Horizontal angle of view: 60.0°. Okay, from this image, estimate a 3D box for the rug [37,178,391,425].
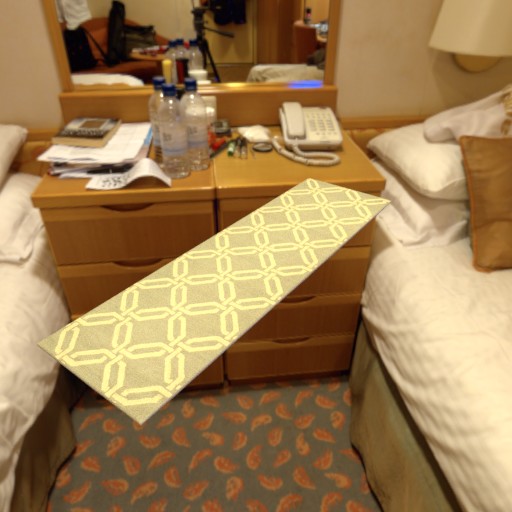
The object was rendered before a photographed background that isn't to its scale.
[{"bbox_3d":[0.000,0.000,2.518,0.678,0.014,2.276,22,39,30],"label":"rug"}]
